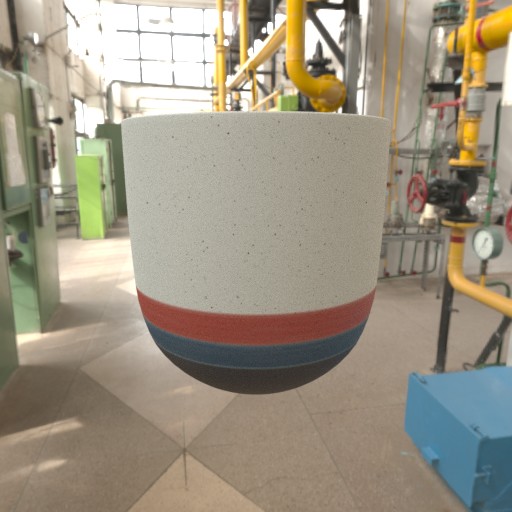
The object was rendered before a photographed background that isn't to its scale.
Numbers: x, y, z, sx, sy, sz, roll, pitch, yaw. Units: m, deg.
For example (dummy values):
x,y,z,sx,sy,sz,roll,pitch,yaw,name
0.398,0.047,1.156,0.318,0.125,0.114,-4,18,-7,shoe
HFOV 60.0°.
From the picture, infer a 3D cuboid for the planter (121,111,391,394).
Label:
x,y,z,sx,sy,sz,roll,pitch,yaw,name
0.000,0.000,0.372,0.204,0.214,0.204,0,13,0,planter
